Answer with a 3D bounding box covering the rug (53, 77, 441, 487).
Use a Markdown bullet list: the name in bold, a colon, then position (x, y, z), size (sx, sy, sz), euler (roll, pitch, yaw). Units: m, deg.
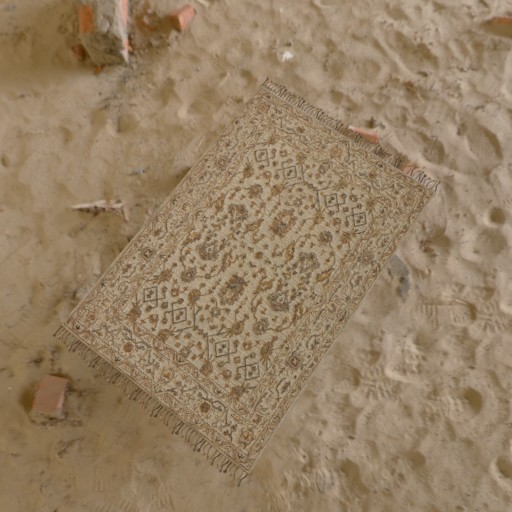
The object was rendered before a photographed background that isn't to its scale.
- **rug**: position (0.000, 0.000, 3.013), size (1.529, 0.027, 2.434), euler (35, 77, 9)
